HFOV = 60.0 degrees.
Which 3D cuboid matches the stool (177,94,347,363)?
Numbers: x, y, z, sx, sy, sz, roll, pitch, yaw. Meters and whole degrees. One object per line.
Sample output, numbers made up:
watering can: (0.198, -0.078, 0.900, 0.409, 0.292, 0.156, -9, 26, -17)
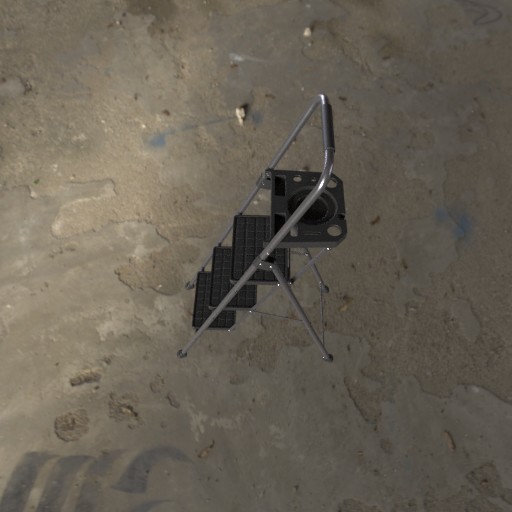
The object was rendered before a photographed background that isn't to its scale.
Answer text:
stool: (0.000, 0.000, 1.610, 0.733, 1.277, 0.396, 1, 60, 1)
